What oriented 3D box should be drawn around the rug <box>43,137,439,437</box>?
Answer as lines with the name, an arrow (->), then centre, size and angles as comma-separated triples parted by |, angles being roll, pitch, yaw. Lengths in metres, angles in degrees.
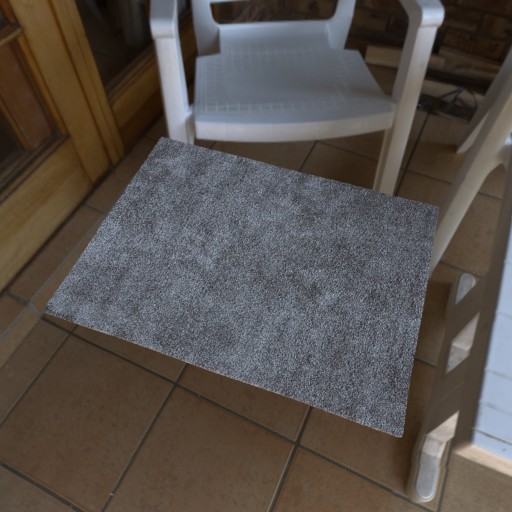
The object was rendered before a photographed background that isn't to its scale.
rug -> 0.000, 0.000, 2.148 | 1.601, 0.025, 1.198 | 16, 58, 11
